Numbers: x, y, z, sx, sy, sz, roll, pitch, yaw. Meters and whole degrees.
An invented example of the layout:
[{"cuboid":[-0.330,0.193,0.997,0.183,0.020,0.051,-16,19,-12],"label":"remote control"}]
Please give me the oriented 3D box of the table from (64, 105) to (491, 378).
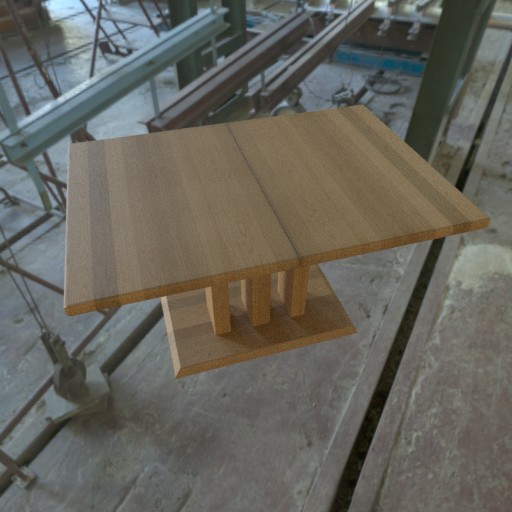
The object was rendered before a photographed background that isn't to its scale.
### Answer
[{"cuboid":[0.000,0.000,1.847,1.300,0.770,0.900,-11,44,-12],"label":"table"}]
